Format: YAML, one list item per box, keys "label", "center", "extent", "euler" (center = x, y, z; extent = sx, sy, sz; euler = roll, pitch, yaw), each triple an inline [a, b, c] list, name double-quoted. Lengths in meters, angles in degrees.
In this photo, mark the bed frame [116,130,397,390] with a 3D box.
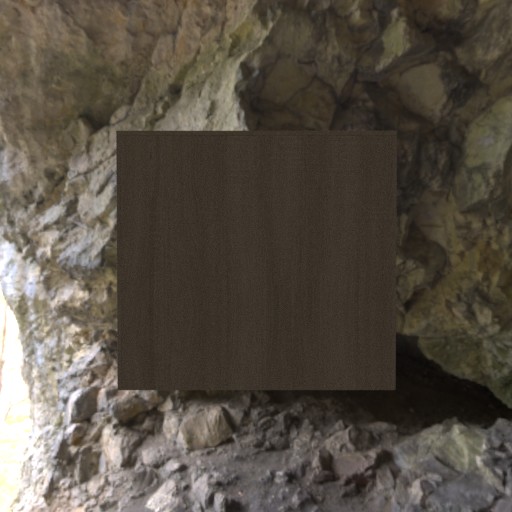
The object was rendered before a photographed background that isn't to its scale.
- label: "bed frame"
  center: [0.000, 0.000, 2.640]
  extent: [0.990, 0.920, 2.140]
  euler: [0, 1, 0]
